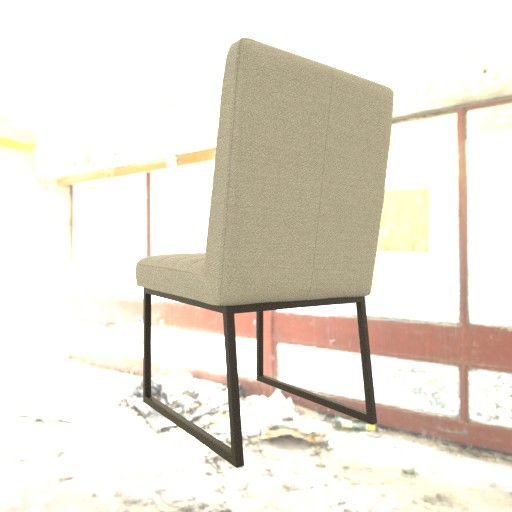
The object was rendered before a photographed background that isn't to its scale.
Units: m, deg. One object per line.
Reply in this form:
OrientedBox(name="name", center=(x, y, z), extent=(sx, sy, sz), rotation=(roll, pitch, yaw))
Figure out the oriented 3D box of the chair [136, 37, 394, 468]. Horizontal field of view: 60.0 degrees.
OrientedBox(name="chair", center=(0.000, 0.000, 1.309), extent=(0.520, 0.930, 0.634), rotation=(0, -1, -35))
